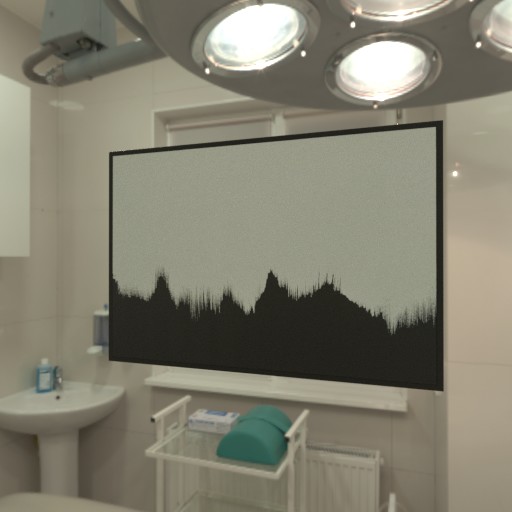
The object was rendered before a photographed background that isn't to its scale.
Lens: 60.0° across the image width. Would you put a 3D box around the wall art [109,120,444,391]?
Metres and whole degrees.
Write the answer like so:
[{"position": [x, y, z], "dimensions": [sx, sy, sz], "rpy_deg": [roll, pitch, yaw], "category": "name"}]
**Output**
[{"position": [0.000, 0.000, 0.846], "dimensions": [0.659, 0.446, 0.022], "rpy_deg": [0, 0, 19], "category": "wall art"}]
